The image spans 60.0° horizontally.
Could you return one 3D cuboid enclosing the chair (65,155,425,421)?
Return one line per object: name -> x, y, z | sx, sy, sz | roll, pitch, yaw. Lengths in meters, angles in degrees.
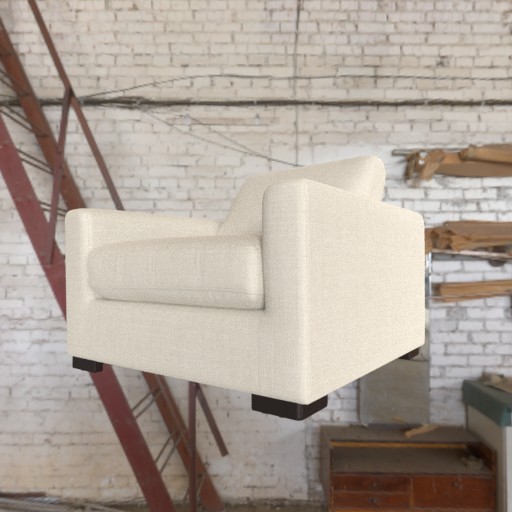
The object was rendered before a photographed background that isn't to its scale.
chair -> 0.000, 0.000, 1.834 | 1.070, 0.876, 1.100 | -1, -2, 36
